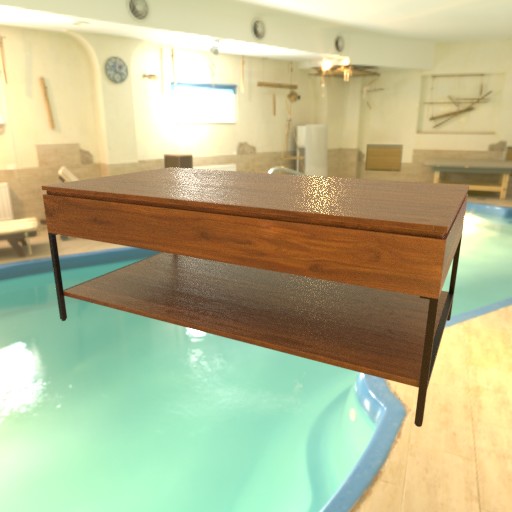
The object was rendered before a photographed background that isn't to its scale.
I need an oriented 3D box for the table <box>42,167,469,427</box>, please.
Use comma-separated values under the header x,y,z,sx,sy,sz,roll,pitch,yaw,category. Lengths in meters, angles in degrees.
x,y,z,sx,sy,sz,roll,pitch,yaw,category
0.000,0.000,1.306,1.057,0.414,0.574,9,19,27,table
